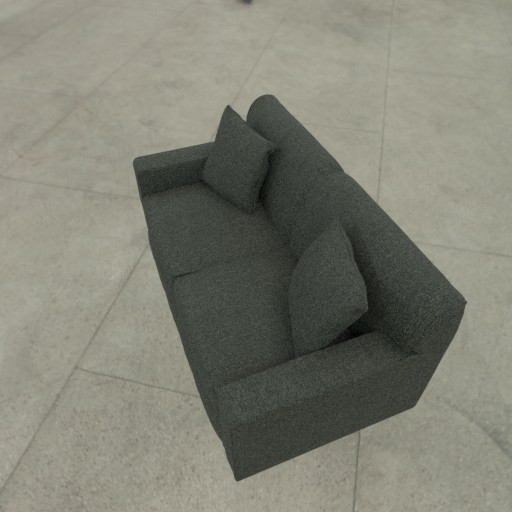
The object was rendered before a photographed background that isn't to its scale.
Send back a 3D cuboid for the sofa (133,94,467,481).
[{"bbox_3d":[0.000,0.000,2.381,0.998,0.958,1.846,-16,47,-15],"label":"sofa"}]
